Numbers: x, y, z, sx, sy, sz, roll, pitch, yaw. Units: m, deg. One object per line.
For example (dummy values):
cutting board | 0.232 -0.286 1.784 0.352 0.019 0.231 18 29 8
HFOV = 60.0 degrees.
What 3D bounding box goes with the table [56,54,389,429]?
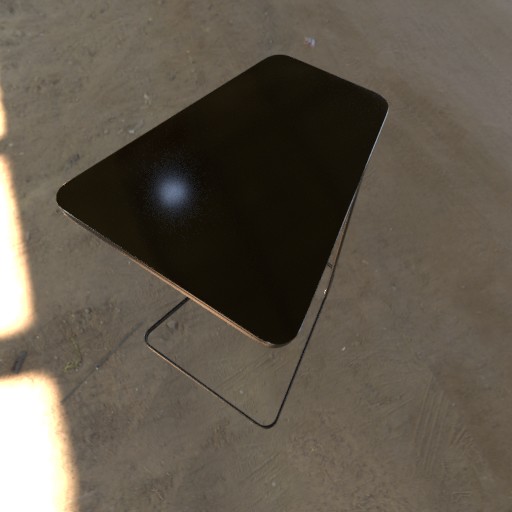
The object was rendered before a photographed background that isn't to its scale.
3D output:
table | 0.000 0.000 0.981 0.427 0.624 0.500 31 64 17
